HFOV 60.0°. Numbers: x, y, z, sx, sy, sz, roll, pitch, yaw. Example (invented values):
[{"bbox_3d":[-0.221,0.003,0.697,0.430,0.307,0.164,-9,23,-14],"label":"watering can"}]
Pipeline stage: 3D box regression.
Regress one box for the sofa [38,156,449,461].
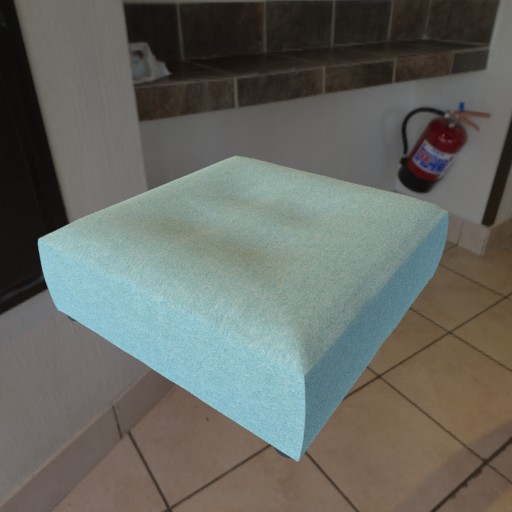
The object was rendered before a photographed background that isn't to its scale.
[{"bbox_3d":[0.000,0.000,1.435,0.930,0.330,0.930,21,37,31],"label":"sofa"}]
